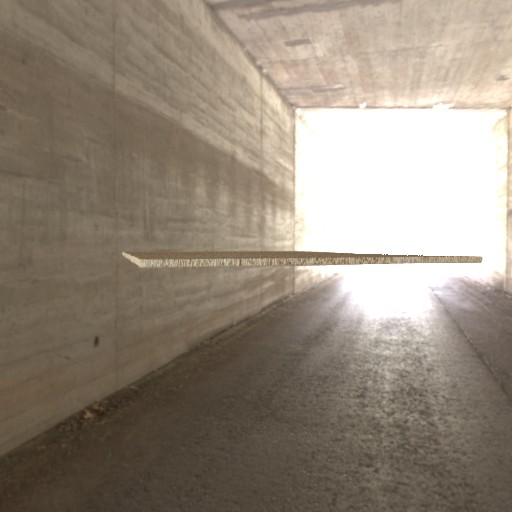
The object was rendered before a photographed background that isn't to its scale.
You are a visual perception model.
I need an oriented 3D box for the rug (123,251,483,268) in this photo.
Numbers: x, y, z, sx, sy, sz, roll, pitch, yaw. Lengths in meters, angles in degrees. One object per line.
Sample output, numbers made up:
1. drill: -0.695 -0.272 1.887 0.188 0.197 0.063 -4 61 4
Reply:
1. rug: 0.000 0.000 2.154 1.199 0.025 1.600 0 1 -18
